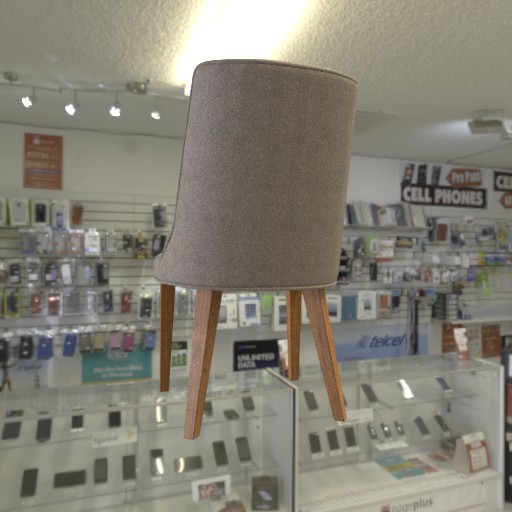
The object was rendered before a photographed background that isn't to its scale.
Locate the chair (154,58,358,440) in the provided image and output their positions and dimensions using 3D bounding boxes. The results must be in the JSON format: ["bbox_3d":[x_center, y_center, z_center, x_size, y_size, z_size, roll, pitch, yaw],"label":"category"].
[{"bbox_3d":[0.000,0.000,1.305,0.548,0.916,0.636,0,0,-17],"label":"chair"}]
